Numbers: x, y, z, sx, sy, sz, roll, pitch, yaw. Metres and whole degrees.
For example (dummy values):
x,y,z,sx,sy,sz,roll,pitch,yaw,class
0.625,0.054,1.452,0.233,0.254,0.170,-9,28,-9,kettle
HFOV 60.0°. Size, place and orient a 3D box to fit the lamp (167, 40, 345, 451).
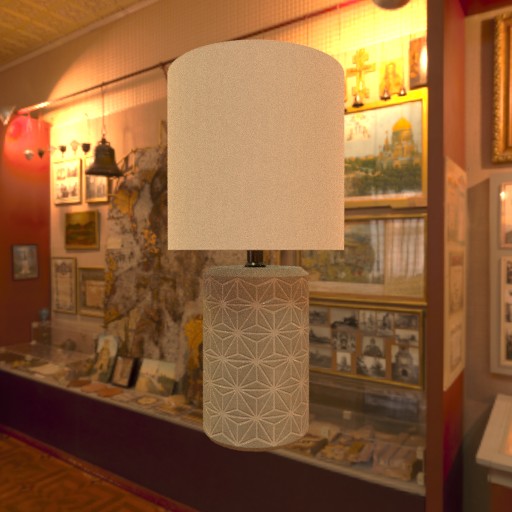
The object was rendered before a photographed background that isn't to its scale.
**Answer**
x,y,z,sx,sy,sz,roll,pitch,yaw,class
0.000,0.000,0.529,0.206,0.416,0.206,1,1,36,lamp
